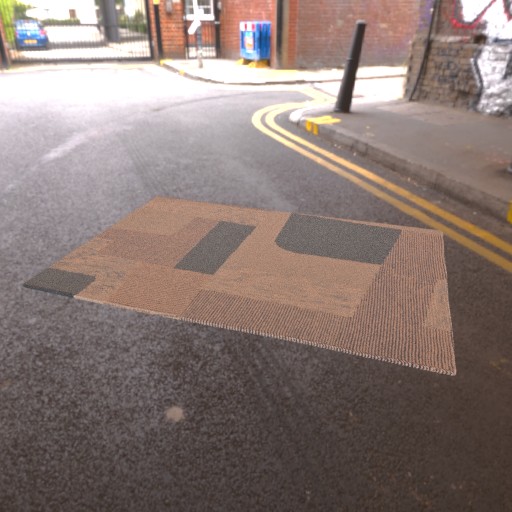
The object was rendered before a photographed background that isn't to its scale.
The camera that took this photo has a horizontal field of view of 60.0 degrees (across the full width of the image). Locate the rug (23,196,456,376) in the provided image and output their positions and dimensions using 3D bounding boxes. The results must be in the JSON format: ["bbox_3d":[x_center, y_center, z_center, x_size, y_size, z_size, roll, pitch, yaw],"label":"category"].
[{"bbox_3d":[0.000,0.000,2.284,1.847,0.020,1.238,9,29,16],"label":"rug"}]
